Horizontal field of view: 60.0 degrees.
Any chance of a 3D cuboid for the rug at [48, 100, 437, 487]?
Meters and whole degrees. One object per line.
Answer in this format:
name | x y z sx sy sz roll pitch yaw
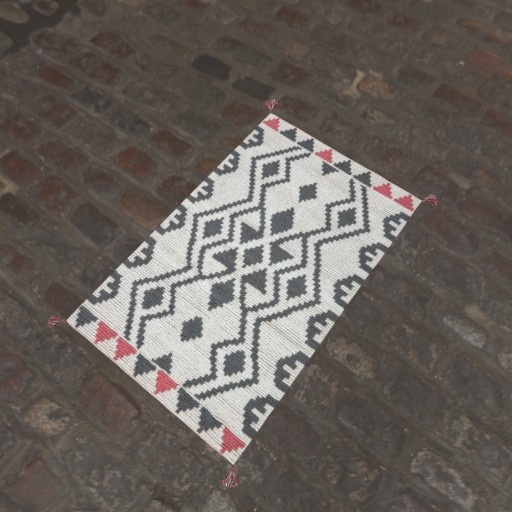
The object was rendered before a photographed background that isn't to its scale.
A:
rug | 0.000 0.000 3.335 1.741 0.066 2.672 35 69 15
